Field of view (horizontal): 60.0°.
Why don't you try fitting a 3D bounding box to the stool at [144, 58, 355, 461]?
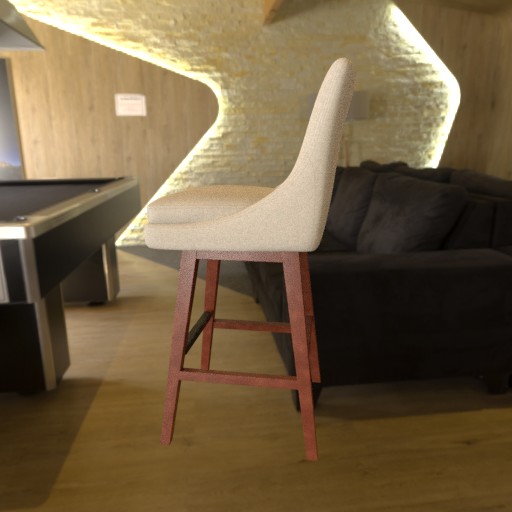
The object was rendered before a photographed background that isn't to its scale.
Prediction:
[{"bbox_3d":[0.000,0.000,1.406,0.559,1.092,0.470,2,14,9],"label":"stool"}]
